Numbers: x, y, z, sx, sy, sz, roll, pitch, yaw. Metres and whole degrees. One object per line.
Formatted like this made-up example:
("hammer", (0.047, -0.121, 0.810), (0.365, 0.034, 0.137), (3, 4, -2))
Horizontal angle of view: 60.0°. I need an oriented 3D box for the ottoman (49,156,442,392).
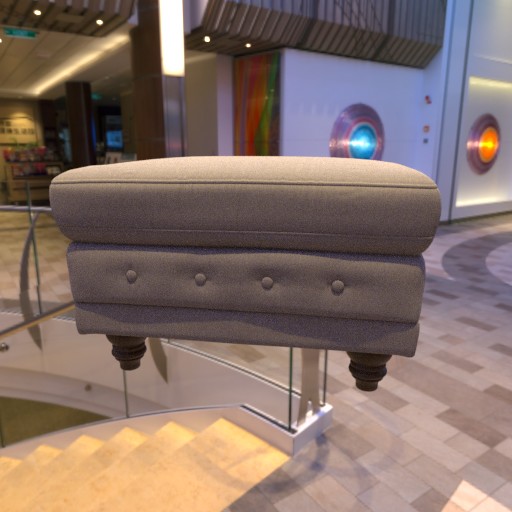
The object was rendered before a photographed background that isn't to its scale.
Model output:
("ottoman", (0.000, 0.000, 1.145), (0.771, 0.500, 0.569), (2, 14, 9))
